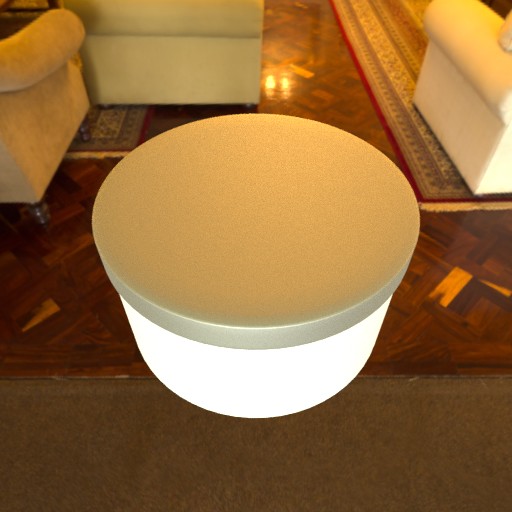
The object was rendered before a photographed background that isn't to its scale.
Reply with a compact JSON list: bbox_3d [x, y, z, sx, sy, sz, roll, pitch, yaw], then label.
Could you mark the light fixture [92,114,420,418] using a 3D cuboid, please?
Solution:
[{"bbox_3d":[0.000,0.000,0.629,0.393,0.229,0.393,0,47,0],"label":"light fixture"}]
